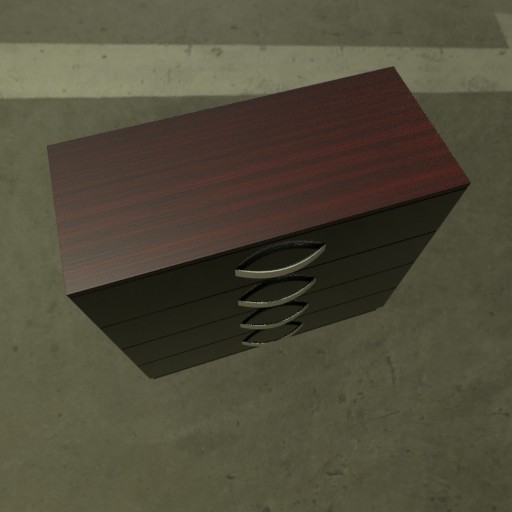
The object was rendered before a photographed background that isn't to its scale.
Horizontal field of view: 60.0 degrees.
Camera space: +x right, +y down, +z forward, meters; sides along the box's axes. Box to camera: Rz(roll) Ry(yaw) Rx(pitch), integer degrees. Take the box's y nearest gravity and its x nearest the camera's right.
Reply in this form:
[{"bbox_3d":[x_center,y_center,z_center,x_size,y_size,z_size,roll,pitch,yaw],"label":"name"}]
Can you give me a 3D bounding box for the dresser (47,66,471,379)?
[{"bbox_3d":[0.000,0.000,1.164,0.750,0.720,0.360,-16,64,-8],"label":"dresser"}]
